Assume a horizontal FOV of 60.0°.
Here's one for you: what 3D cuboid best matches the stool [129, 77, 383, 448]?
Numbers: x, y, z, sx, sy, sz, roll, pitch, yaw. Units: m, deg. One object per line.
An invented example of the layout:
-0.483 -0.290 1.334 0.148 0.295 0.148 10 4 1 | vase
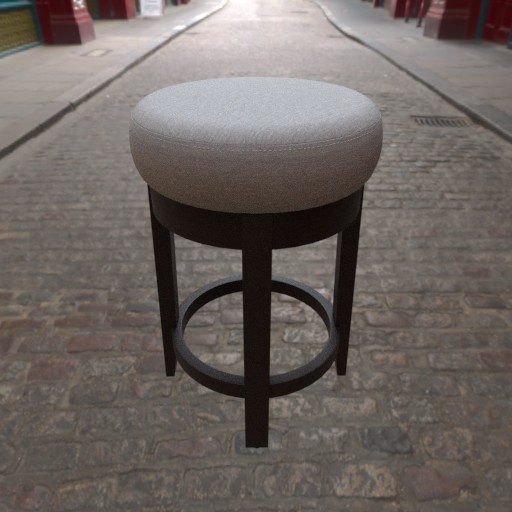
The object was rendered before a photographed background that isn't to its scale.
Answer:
0.000 0.000 0.935 0.443 0.672 0.443 0 32 0 | stool
